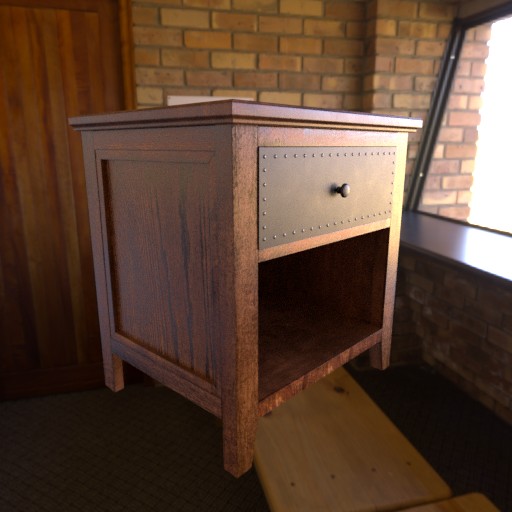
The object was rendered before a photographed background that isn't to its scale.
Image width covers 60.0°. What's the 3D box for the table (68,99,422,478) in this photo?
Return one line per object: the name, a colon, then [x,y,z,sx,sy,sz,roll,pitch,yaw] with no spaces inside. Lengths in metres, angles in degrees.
table: [0.000,0.000,0.994,0.461,0.597,0.586,13,19,42]
